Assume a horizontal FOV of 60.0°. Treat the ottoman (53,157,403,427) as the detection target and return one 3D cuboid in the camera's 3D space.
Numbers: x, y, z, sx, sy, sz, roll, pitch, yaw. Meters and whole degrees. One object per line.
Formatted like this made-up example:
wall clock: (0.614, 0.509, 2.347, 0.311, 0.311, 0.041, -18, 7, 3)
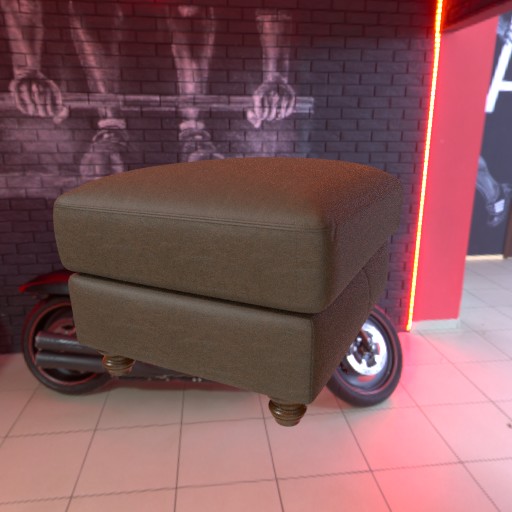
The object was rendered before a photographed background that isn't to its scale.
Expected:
ottoman: (0.000, 0.000, 1.184, 0.635, 0.508, 0.787, 7, 17, 25)
